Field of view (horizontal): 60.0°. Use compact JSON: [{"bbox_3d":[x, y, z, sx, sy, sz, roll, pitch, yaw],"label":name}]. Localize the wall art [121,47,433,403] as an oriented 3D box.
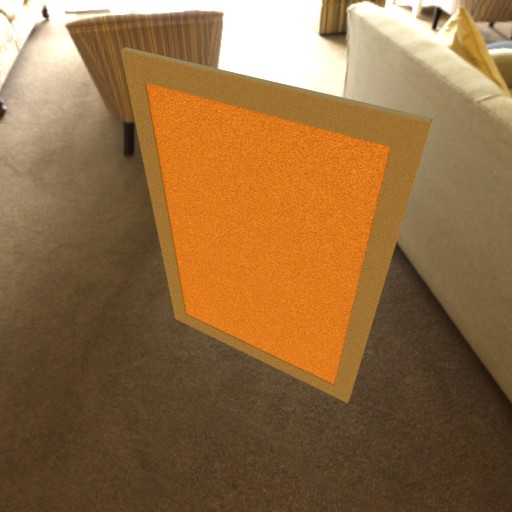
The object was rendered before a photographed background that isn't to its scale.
[{"bbox_3d":[0.000,0.000,0.660,0.374,0.529,0.012,21,48,21],"label":"wall art"}]
